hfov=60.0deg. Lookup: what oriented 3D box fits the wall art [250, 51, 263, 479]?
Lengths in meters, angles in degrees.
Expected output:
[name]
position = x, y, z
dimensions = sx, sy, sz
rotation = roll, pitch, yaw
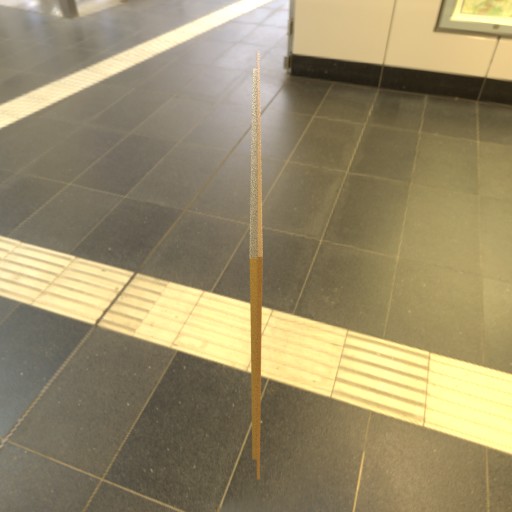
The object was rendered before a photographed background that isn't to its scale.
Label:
[wall art]
position = 0.000, 0.000, 1.635
dimensions = 0.025, 1.067, 1.168
rotation = 0, 43, 0
